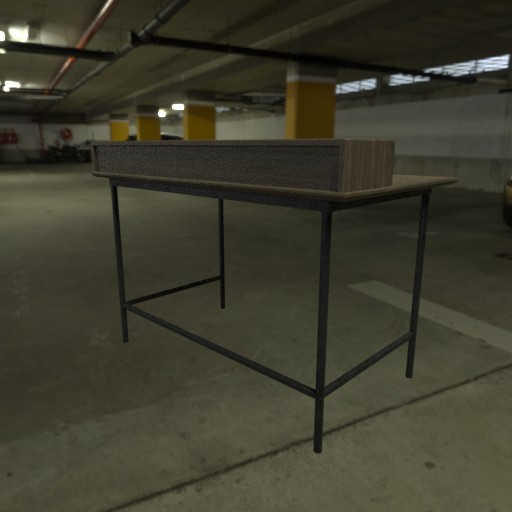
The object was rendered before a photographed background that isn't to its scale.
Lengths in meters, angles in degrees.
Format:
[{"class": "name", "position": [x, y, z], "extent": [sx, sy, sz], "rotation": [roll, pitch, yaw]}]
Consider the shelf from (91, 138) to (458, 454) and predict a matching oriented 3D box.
[{"class": "shelf", "position": [0.000, 0.000, 1.721], "extent": [1.212, 0.865, 0.685], "rotation": [13, 19, 42]}]
